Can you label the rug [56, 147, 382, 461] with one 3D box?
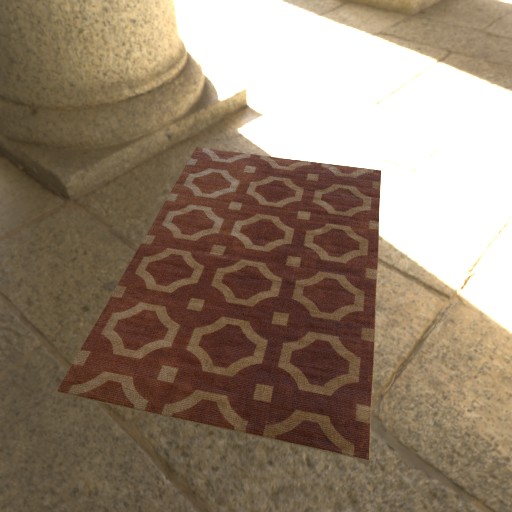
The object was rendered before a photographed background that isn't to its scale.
[{"bbox_3d":[0.000,0.000,2.883,1.555,0.016,2.286,9,47,9],"label":"rug"}]
